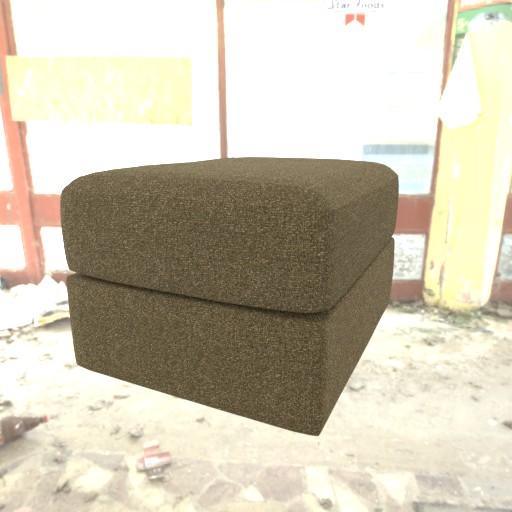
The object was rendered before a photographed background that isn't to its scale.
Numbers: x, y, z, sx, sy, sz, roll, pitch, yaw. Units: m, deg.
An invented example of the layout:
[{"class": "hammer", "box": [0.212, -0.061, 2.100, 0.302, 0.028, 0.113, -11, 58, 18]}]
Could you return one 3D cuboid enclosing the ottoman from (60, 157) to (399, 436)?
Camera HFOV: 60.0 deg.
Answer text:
[{"class": "ottoman", "box": [0.000, 0.000, 1.137, 0.598, 0.476, 0.742, 7, 17, 25]}]
